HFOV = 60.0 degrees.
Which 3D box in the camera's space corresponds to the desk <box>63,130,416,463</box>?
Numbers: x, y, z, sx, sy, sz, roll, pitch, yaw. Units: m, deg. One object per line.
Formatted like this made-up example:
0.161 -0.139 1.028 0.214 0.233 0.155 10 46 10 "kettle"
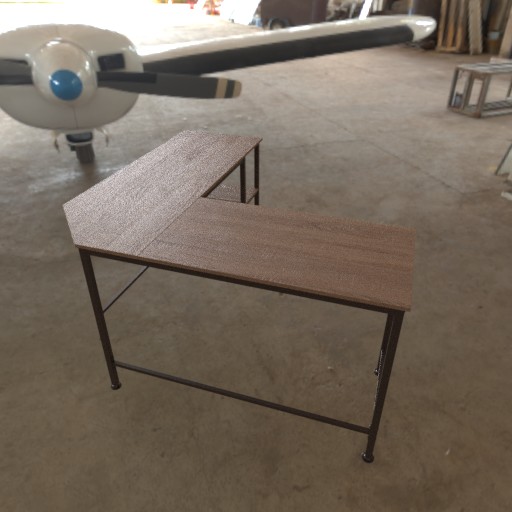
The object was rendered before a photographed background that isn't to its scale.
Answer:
0.000 0.000 2.181 1.379 0.739 1.379 10 33 16 "desk"
